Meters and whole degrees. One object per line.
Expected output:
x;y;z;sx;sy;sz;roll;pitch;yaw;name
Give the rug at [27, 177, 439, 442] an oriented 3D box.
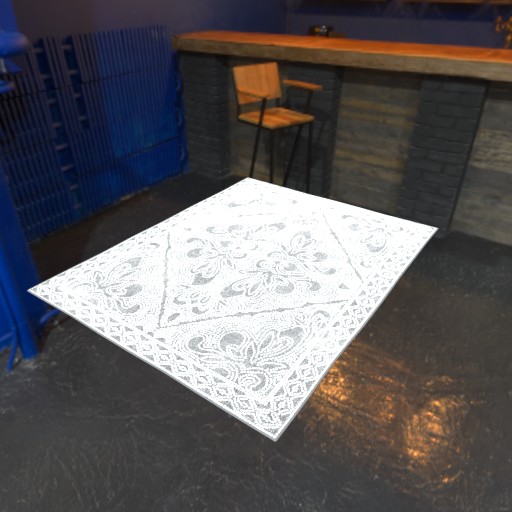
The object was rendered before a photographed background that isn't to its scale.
0.000;0.000;4.057;2.438;0.012;3.048;21;37;30;rug
